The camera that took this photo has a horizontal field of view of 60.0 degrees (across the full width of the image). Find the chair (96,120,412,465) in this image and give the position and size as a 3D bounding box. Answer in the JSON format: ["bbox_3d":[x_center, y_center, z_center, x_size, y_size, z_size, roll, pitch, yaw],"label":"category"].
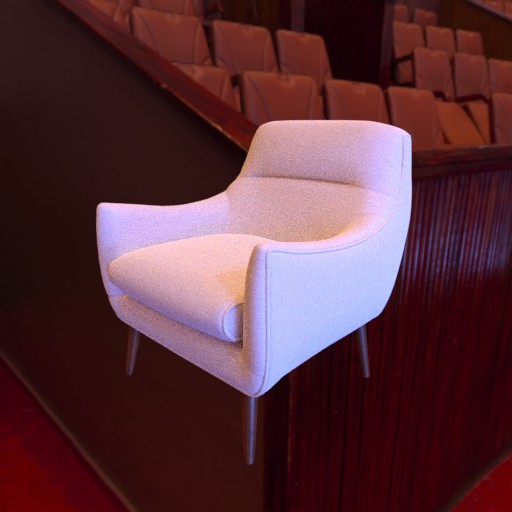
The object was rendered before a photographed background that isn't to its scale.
[{"bbox_3d":[0.000,0.000,1.431,0.762,0.838,0.787,16,23,42],"label":"chair"}]
